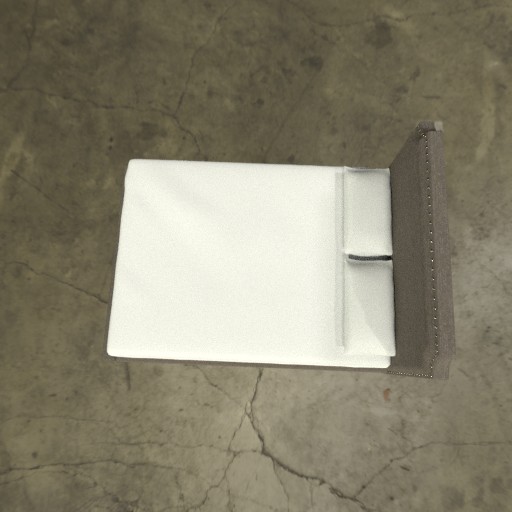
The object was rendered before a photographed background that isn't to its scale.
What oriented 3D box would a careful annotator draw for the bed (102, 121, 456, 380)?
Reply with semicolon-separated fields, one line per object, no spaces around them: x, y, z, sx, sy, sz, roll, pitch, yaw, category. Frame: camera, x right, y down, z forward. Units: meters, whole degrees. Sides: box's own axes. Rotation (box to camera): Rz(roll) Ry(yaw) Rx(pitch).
0.000;0.000;3.435;2.381;1.457;1.713;2;77;1;bed
